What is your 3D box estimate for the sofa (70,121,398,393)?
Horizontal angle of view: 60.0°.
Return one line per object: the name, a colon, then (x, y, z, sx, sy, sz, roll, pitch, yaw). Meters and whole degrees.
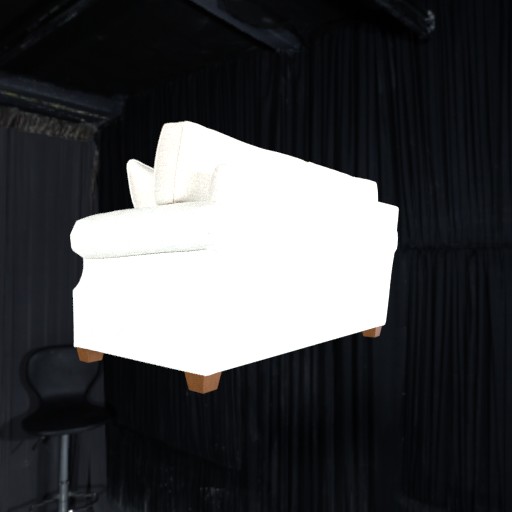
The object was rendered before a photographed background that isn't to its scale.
sofa: (0.000, 0.000, 2.343, 0.966, 0.966, 1.701, 0, -1, 39)
